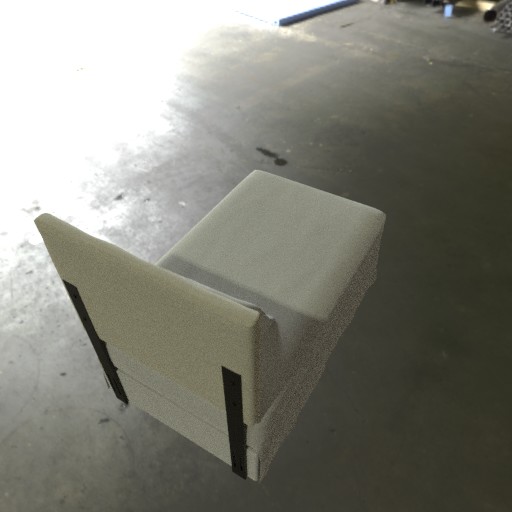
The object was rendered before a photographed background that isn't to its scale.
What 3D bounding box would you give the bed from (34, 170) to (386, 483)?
[{"bbox_3d":[0.000,0.000,2.891,1.261,1.571,1.997,23,49,21],"label":"bed"}]
